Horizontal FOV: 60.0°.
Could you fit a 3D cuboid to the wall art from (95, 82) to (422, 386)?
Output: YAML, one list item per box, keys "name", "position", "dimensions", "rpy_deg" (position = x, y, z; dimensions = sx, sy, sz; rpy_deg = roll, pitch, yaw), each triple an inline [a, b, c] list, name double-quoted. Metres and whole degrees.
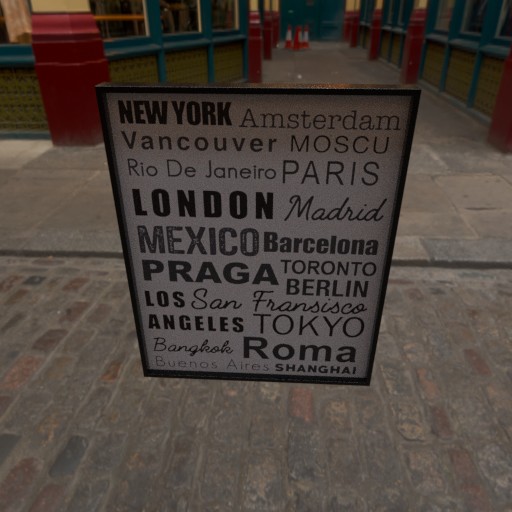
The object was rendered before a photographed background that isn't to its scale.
- name: "wall art"
  position: [0.000, 0.000, 0.758]
  dimensions: [0.448, 0.551, 0.038]
  rpy_deg: [2, 30, 3]
